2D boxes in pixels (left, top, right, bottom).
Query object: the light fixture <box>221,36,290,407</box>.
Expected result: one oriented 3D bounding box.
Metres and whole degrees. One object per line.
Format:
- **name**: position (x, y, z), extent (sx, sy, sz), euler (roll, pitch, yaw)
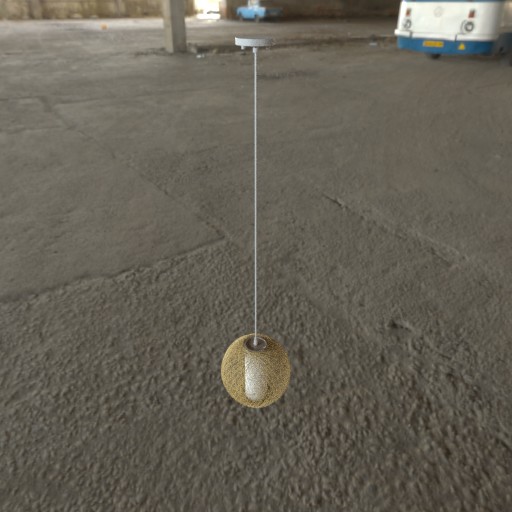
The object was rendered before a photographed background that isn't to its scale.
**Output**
- **light fixture**: position (0.000, 0.000, 2.205), extent (0.407, 1.955, 0.406), euler (-18, 35, -28)
